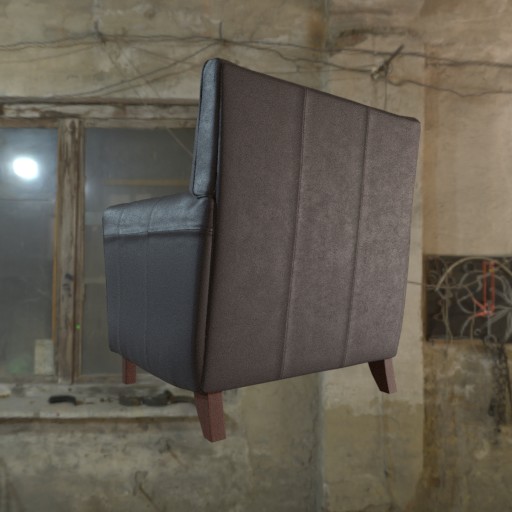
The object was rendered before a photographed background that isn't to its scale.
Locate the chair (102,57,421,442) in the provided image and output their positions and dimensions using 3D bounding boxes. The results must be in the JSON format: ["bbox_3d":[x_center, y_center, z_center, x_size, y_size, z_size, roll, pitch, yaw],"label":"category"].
[{"bbox_3d":[0.000,0.000,1.583,0.870,0.943,0.825,1,-1,-36],"label":"chair"}]
